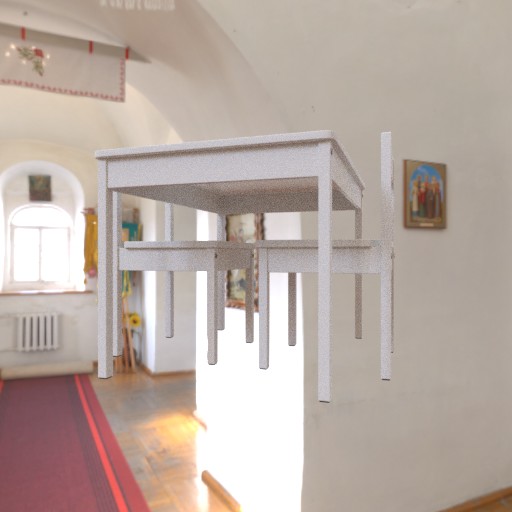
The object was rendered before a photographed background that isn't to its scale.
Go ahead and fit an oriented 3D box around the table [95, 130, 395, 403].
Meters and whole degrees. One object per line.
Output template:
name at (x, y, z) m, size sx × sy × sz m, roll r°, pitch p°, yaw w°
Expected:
table at (0.000, 0.000, 1.134) m, size 0.672 × 0.503 × 0.650 m, roll 0°, pitch 0°, yaw 18°
